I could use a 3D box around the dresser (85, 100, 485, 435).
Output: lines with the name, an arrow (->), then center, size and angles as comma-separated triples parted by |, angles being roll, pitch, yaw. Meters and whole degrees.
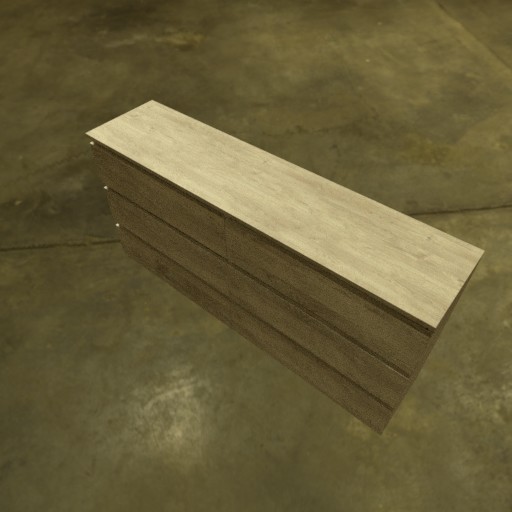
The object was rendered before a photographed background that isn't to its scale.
dresser -> 0.000, 0.000, 1.955 | 1.590, 0.795, 0.390 | 30, 54, 26
